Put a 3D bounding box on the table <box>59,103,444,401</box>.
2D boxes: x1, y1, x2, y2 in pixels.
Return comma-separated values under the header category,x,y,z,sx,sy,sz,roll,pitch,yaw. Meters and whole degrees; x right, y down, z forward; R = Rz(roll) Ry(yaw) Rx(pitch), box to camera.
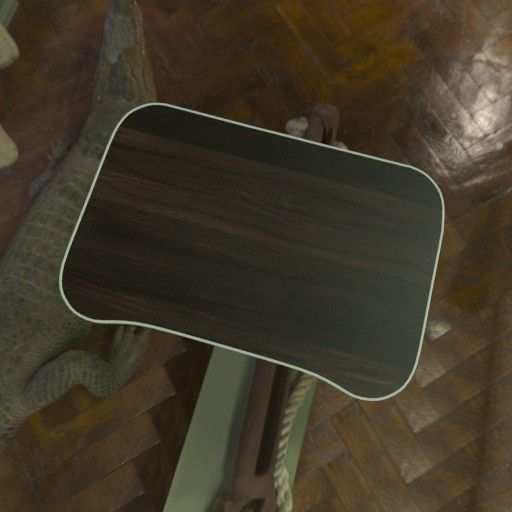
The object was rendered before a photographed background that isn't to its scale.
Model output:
category,x,y,z,sx,sy,sz,roll,pitch,yaw
table,0.000,0.000,0.849,0.660,0.232,0.400,15,77,4
